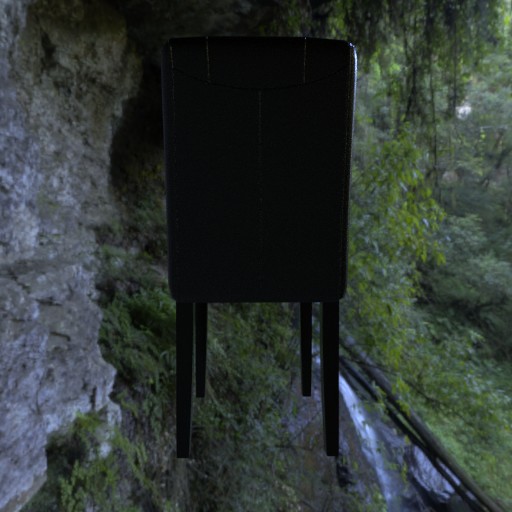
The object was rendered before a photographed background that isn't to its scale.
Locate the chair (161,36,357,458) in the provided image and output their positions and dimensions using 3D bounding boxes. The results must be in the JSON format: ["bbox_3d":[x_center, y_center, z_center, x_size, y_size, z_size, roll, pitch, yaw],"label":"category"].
[{"bbox_3d":[0.000,0.000,1.164,0.399,0.897,0.556,0,1,-2],"label":"chair"}]
